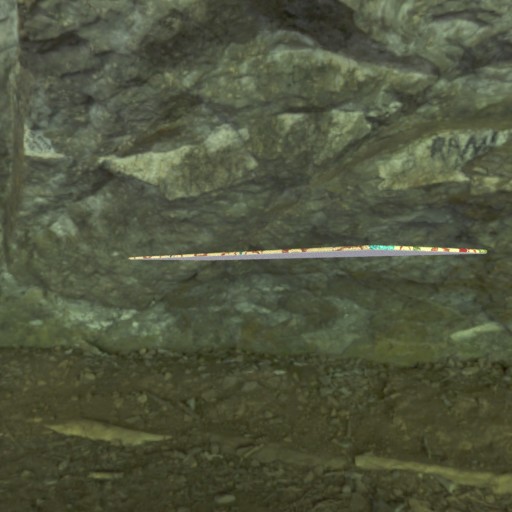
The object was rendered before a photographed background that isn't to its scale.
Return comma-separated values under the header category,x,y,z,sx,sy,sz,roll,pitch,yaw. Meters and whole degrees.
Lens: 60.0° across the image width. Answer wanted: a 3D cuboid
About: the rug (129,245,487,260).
category,x,y,z,sx,sy,sz,roll,pitch,yaw
rug,0.000,0.000,2.501,0.693,0.016,2.273,1,-2,-35
